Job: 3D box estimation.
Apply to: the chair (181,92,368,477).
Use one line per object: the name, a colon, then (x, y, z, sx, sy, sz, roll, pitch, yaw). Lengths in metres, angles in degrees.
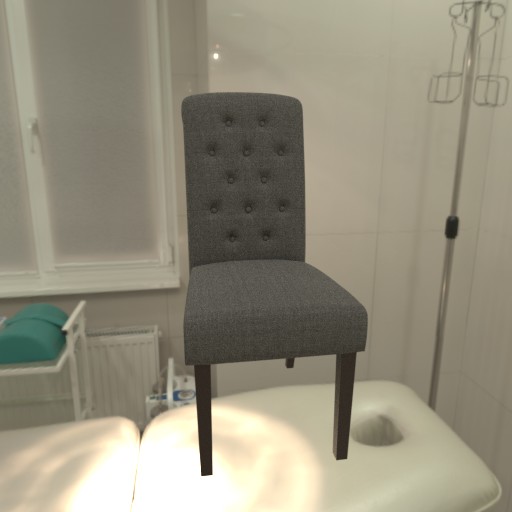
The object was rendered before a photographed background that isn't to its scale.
chair: (0.000, 0.000, 1.366, 0.456, 1.006, 0.671, -2, 15, -9)
